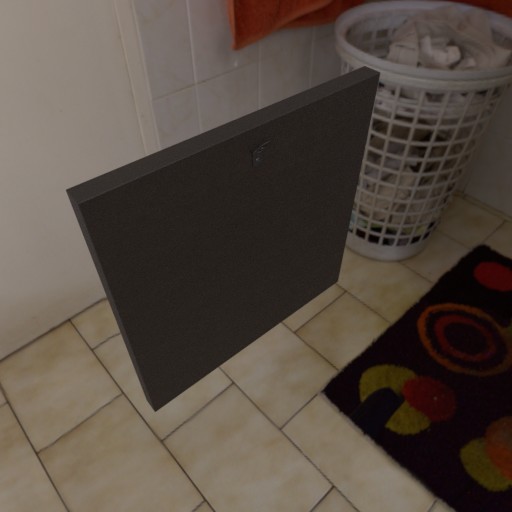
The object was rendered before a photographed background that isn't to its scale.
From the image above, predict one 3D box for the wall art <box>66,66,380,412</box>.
[{"bbox_3d":[0.000,0.000,0.532,0.349,0.349,0.038,-31,54,-27],"label":"wall art"}]
